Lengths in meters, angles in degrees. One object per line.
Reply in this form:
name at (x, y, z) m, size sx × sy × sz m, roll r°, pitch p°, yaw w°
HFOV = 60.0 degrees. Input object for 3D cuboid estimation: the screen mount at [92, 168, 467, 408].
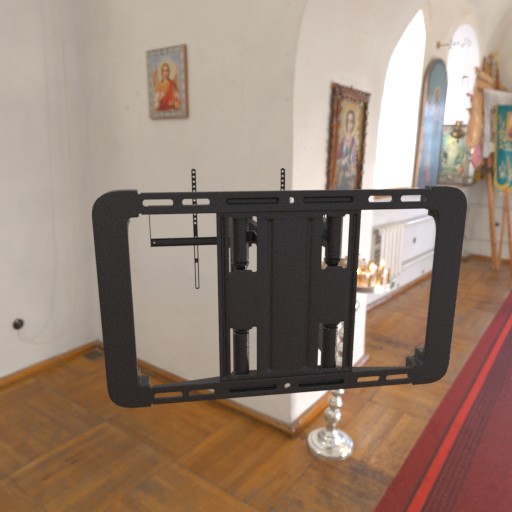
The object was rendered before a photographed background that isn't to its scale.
screen mount at (0.000, 0.000, 1.321) m, size 0.725 × 0.483 × 0.905 m, roll -2°, pitch 14°, yaw -8°
